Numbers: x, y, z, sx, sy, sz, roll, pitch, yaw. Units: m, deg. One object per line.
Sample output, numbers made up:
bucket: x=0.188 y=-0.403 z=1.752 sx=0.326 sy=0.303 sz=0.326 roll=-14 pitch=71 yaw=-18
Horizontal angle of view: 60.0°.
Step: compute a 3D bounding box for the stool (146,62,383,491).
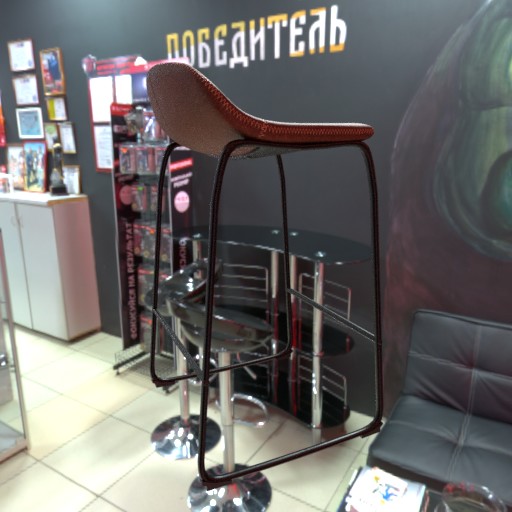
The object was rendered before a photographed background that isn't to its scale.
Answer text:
stool: x=0.000 y=0.000 z=1.080 sx=0.473 sy=0.830 sz=0.454 roll=-7 pitch=15 yaw=-25
